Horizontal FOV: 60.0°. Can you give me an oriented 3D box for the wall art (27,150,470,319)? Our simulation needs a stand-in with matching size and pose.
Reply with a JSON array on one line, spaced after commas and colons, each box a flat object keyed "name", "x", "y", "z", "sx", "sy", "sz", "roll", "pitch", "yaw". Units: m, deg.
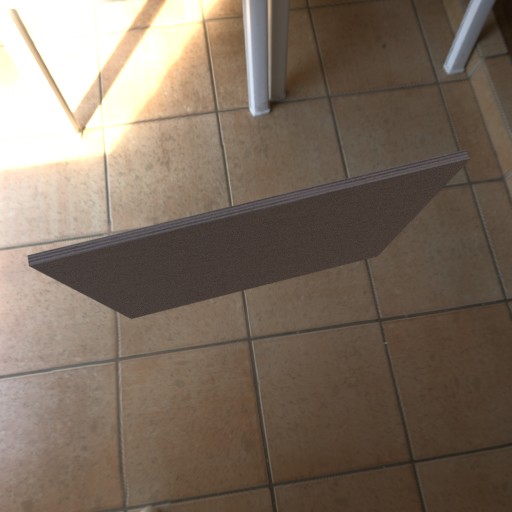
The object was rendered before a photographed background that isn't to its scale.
[{"name": "wall art", "x": 0.000, "y": 0.000, "z": 0.690, "sx": 0.508, "sy": 0.406, "sz": 0.013, "roll": -14, "pitch": 74, "yaw": -4}]
